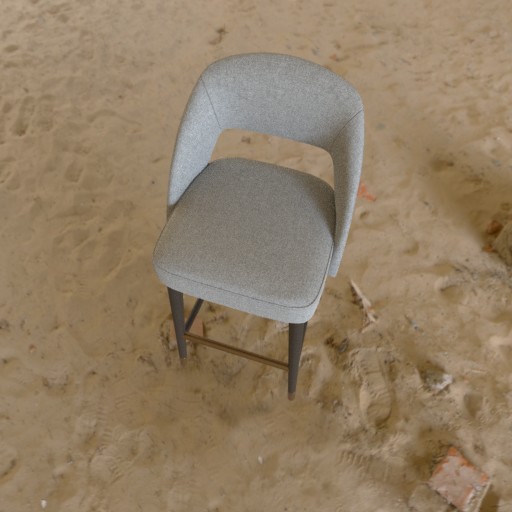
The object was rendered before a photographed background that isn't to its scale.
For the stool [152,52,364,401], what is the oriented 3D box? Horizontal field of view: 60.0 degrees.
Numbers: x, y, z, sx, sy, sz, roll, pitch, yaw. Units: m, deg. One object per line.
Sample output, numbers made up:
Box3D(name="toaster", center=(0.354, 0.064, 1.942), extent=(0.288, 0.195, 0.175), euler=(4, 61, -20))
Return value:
Box3D(name="stool", center=(0.000, 0.000, 1.357), extent=(0.494, 1.037, 0.509), euler=(15, 59, 9))
